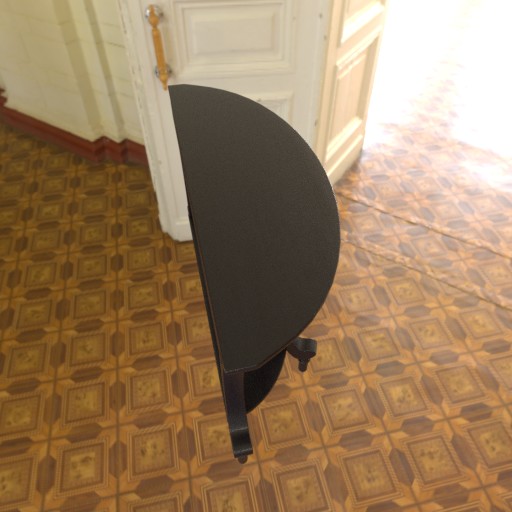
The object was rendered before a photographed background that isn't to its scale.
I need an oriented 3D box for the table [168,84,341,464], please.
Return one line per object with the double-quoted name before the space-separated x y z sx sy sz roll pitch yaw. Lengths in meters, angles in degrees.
"table" 0.000 0.000 1.515 0.394 0.692 1.198 -9 47 -9
